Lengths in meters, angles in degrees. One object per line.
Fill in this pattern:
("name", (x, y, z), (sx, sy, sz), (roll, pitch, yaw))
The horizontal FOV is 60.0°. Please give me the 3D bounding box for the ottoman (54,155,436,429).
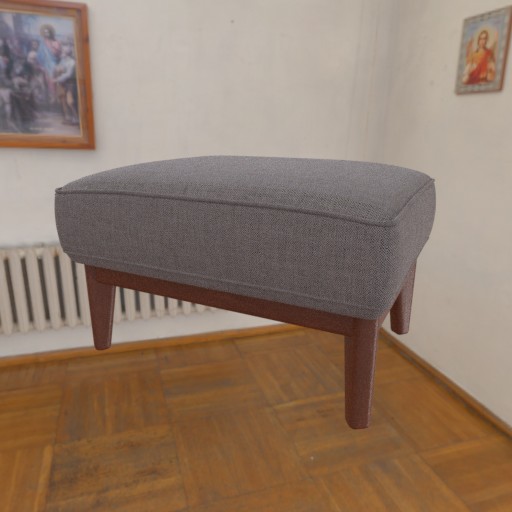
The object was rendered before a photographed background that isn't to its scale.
("ottoman", (0.000, 0.000, 1.080), (0.750, 0.458, 0.555), (8, 19, 26))
